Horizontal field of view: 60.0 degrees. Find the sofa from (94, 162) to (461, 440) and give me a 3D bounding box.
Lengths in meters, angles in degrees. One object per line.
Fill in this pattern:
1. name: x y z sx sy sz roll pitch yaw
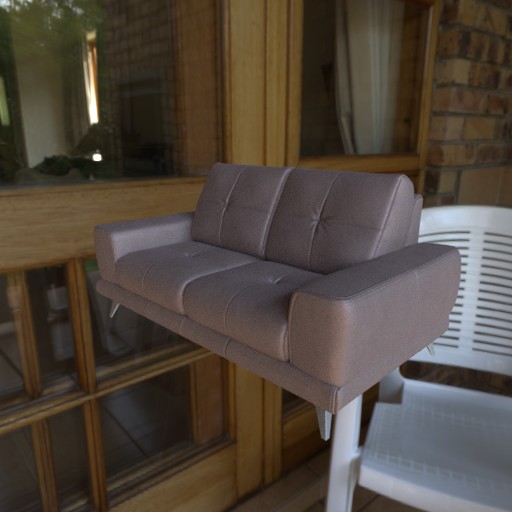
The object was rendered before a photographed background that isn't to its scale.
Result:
1. sofa: 0.000 0.000 2.366 1.806 0.907 1.018 15 21 43
